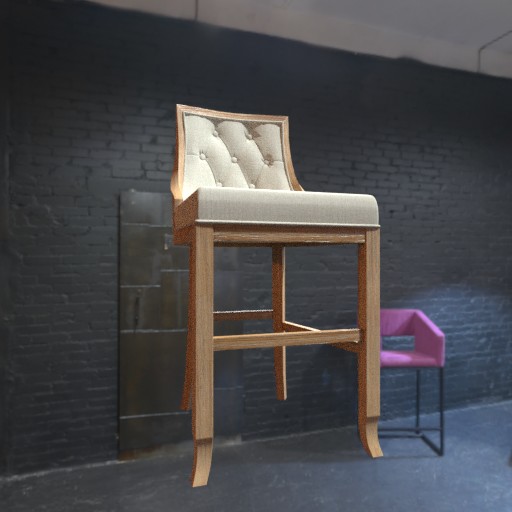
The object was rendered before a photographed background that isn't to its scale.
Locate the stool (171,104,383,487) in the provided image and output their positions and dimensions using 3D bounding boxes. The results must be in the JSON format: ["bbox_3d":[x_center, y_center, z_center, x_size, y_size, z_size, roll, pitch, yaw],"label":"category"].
[{"bbox_3d":[0.000,0.000,1.427,0.524,1.101,0.626,0,0,-18],"label":"stool"}]
